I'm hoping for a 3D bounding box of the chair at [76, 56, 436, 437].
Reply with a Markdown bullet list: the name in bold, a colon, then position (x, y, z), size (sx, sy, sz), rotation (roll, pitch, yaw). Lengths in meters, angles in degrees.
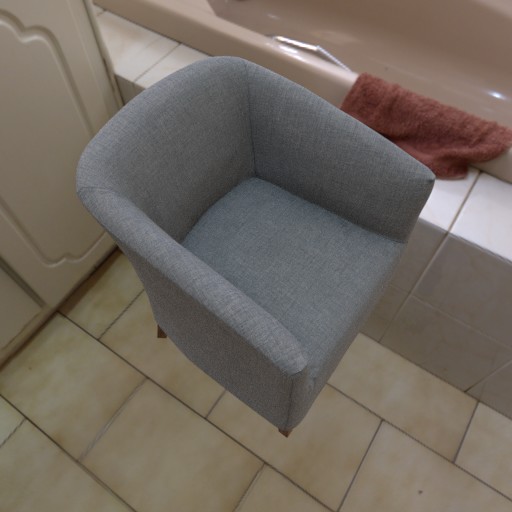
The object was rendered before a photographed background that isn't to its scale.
- **chair**: position (0.000, 0.000, 1.227), size (0.668, 0.771, 0.600), rotation (32, 64, 18)
